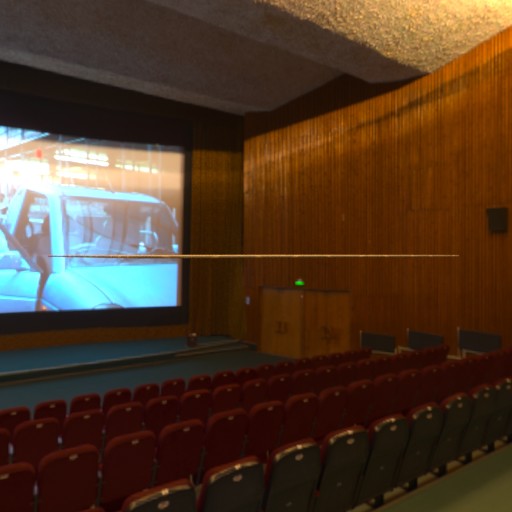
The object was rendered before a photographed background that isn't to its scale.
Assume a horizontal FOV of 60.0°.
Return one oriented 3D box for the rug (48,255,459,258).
[{"bbox_3d":[0.000,0.000,2.726,2.080,0.010,1.451,0,0,-36],"label":"rug"}]
